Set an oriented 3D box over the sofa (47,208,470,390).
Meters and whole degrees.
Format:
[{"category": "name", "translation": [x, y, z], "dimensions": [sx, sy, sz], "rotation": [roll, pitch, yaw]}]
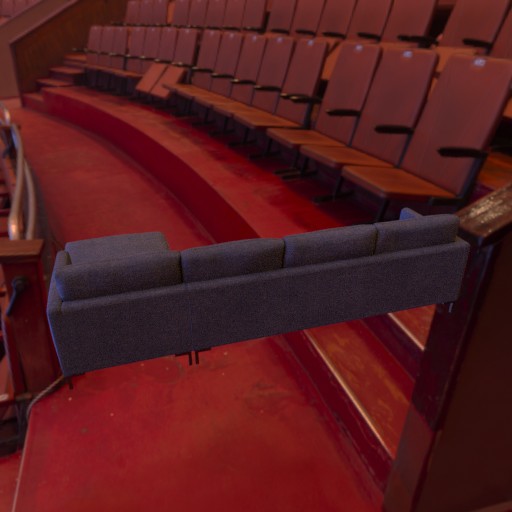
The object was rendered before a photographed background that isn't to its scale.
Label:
[{"category": "sofa", "translation": [0.000, 0.000, 3.505], "dimensions": [2.932, 0.810, 1.350], "rotation": [-8, 28, -15]}]
